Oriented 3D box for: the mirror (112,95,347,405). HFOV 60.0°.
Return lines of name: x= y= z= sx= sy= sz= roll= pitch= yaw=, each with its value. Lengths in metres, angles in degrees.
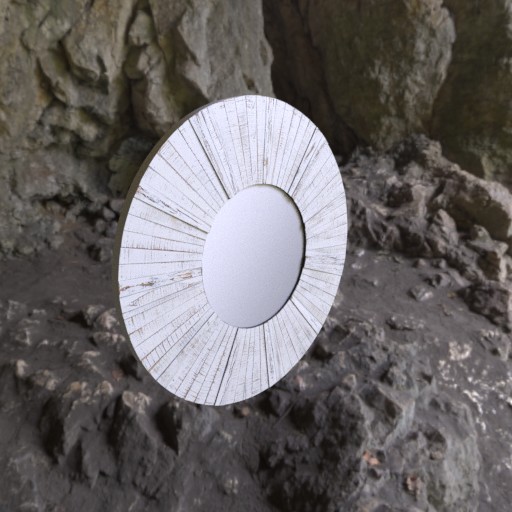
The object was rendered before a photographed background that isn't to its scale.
mirror: x=0.000 y=0.000 z=1.341 sx=0.914 sy=0.914 sz=0.038 roll=-14 pitch=20 yaw=-43
